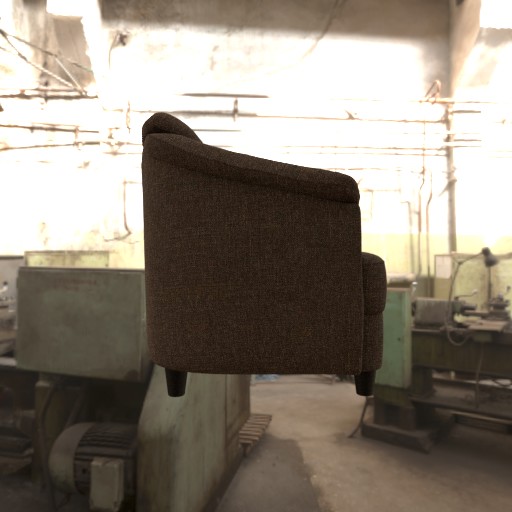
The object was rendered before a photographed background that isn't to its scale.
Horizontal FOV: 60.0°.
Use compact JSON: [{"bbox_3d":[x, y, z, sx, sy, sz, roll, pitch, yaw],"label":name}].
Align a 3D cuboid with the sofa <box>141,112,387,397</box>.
[{"bbox_3d":[0.000,0.000,1.926,0.799,0.895,1.404,0,-1,-1],"label":"sofa"}]
